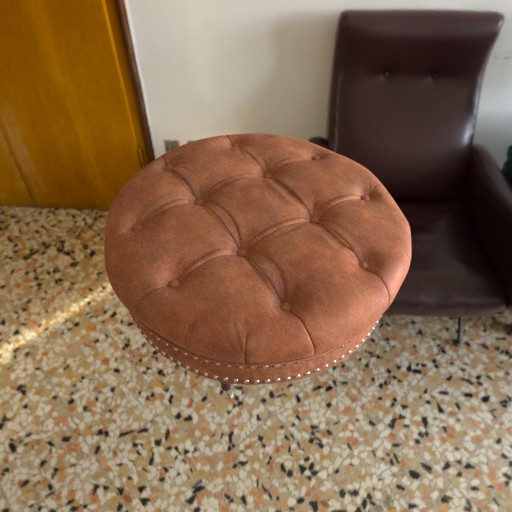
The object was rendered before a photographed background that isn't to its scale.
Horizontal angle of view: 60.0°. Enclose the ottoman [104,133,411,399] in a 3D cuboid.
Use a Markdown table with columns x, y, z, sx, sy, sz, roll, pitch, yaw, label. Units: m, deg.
| x | y | z | sx | sy | sz | roll | pitch | yaw | label |
| --- | --- | --- | --- | --- | --- | --- | --- | --- | --- |
| 0.000 | 0.000 | 1.418 | 0.901 | 0.444 | 0.901 | 0 | 47 | 0 | ottoman |
